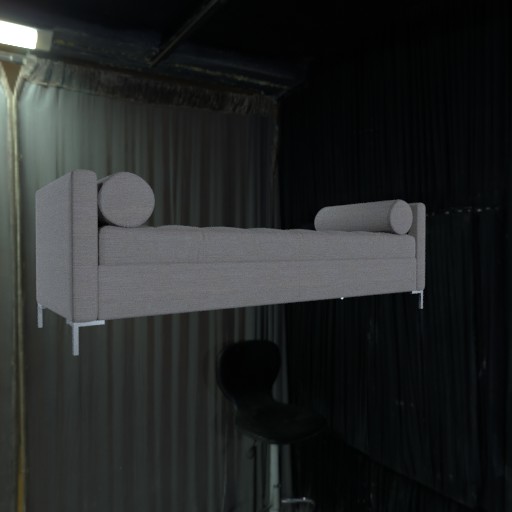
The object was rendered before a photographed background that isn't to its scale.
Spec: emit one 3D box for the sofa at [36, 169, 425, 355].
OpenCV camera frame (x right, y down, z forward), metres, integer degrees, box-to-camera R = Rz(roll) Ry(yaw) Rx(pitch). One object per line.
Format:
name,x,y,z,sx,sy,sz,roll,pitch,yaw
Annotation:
sofa,0.000,0.000,2.314,1.981,0.635,0.686,-1,1,-36
